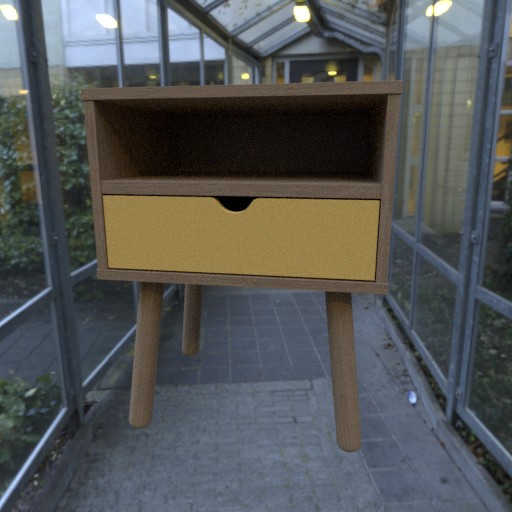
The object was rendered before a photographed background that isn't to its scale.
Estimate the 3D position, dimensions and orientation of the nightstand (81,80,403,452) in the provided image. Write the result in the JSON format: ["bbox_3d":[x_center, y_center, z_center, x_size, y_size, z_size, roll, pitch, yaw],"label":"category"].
[{"bbox_3d":[0.000,0.000,0.854,0.450,0.571,0.380,2,14,10],"label":"nightstand"}]
